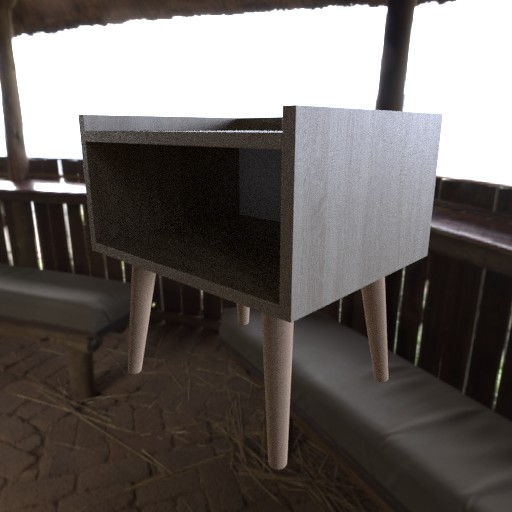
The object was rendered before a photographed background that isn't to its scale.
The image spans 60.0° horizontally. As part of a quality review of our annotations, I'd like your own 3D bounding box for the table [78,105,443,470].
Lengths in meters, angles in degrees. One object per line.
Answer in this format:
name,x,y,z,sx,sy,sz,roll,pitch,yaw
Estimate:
table,0.000,0.000,0.771,0.450,0.470,0.370,14,21,41
